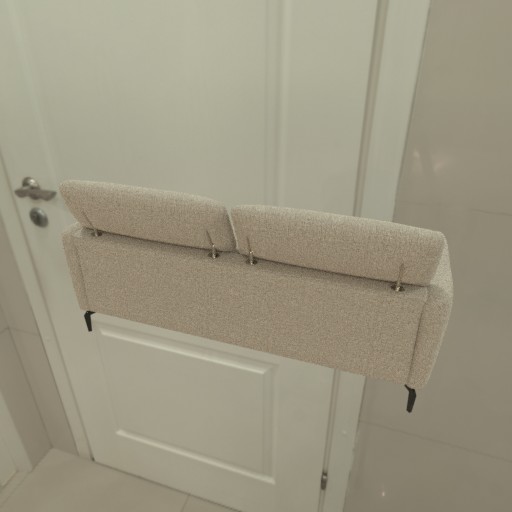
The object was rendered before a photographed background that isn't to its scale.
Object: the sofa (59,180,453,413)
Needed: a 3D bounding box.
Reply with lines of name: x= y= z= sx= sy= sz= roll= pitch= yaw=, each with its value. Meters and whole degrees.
sofa: x=0.000 y=0.000 z=2.477 sx=2.015 sy=0.956 sz=0.856 roll=10 pitch=32 yaw=16
